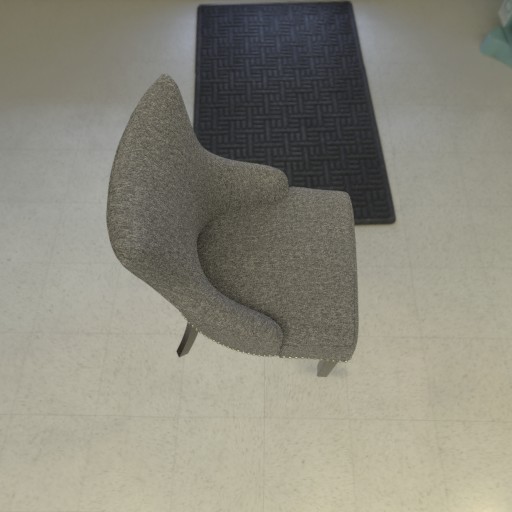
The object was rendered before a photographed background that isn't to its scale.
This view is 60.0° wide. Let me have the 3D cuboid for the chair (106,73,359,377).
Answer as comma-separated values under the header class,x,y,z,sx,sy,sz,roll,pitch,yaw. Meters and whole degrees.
class,x,y,z,sx,sy,sz,roll,pitch,yaw
chair,0.000,0.000,1.345,0.629,0.909,0.566,3,63,2
